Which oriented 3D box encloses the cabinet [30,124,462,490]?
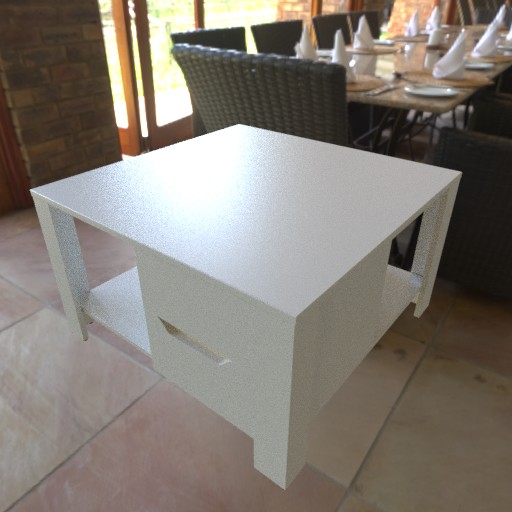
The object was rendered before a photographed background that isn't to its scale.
[{"bbox_3d":[0.000,0.000,1.272,0.800,0.460,0.800,22,38,32],"label":"cabinet"}]
